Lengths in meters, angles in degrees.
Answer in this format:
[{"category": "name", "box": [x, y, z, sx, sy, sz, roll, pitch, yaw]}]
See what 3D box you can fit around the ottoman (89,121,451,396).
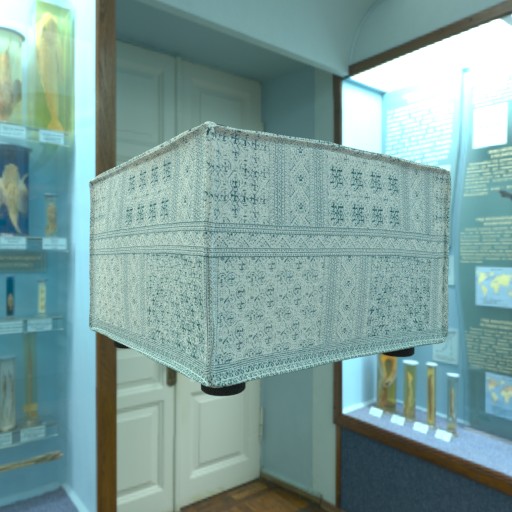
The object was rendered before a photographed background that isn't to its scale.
[{"category": "ottoman", "box": [0.000, 0.000, 1.041, 0.617, 0.439, 0.626, 0, 0, -36]}]
